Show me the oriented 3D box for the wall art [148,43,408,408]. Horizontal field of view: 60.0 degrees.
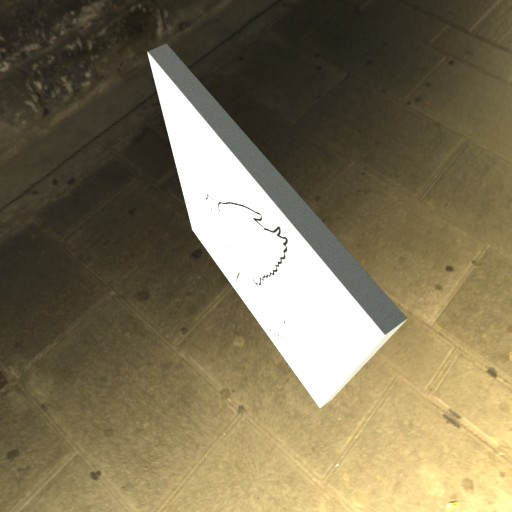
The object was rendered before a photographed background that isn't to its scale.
[{"bbox_3d":[0.000,0.000,0.929,0.038,0.610,0.610,-31,67,-15],"label":"wall art"}]
